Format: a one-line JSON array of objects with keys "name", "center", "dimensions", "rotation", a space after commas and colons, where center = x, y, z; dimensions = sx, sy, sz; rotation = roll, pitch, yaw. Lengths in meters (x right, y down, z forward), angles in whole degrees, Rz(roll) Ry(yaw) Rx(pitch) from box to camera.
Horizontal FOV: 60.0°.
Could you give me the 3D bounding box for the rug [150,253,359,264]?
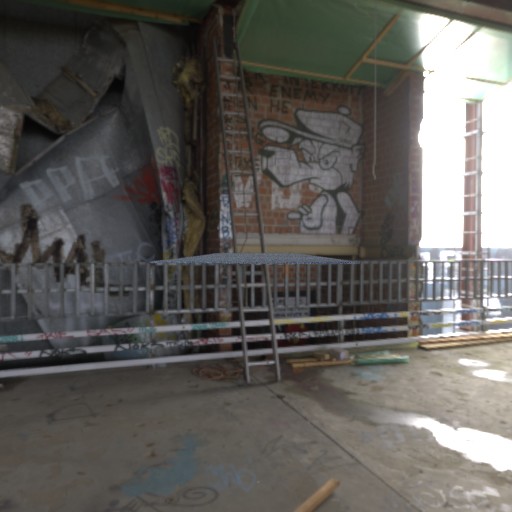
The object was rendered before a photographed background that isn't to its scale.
[{"name": "rug", "center": [0.000, 0.000, 2.658], "dimensions": [0.688, 0.008, 2.443], "rotation": [0, 1, 0]}]
